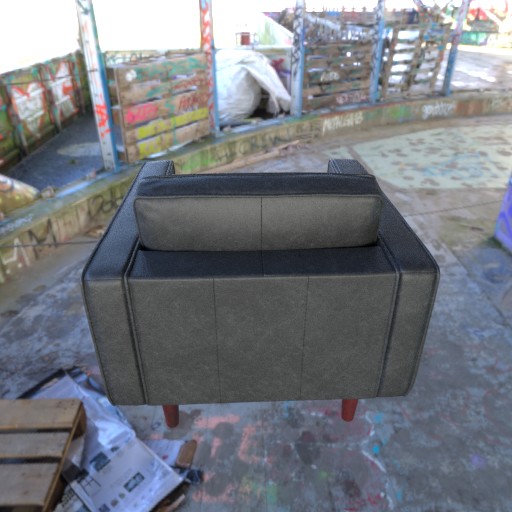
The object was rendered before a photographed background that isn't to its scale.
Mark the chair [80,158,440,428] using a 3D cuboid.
[{"bbox_3d":[0.000,0.000,1.536,0.889,0.763,0.914,-1,30,-2],"label":"chair"}]
